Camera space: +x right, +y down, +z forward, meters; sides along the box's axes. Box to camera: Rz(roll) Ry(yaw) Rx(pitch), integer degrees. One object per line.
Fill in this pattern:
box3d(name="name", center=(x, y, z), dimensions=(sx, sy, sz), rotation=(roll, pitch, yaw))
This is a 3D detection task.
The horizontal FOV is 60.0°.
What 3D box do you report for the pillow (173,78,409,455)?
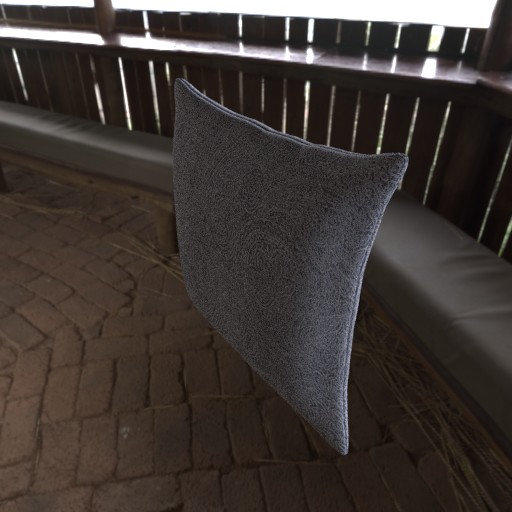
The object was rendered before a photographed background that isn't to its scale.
box3d(name="pillow", center=(0.000, 0.000, 0.772), dimensions=(0.166, 0.510, 0.523), rotation=(-21, 38, -30))
